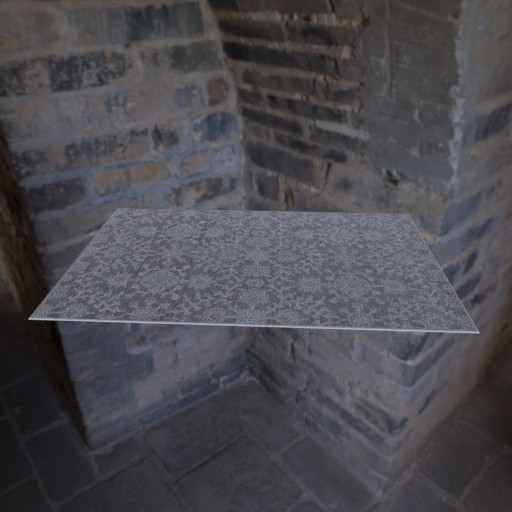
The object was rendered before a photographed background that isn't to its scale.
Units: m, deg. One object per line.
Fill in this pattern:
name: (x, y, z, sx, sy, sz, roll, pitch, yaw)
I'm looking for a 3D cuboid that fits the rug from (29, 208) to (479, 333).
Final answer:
rug: (0.000, 0.000, 3.042, 2.430, 0.010, 1.515, 1, 30, 2)
